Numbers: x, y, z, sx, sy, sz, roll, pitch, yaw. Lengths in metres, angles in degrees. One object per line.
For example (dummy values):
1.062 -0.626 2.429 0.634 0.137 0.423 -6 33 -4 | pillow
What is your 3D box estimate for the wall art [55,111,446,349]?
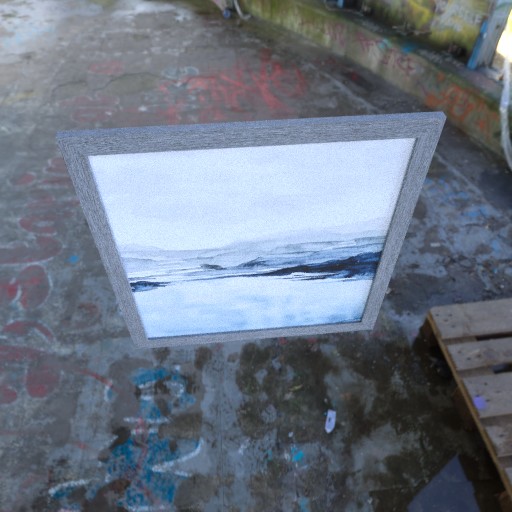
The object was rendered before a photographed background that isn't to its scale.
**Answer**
0.000 0.000 1.031 0.685 0.685 0.020 -4 47 -4 | wall art
